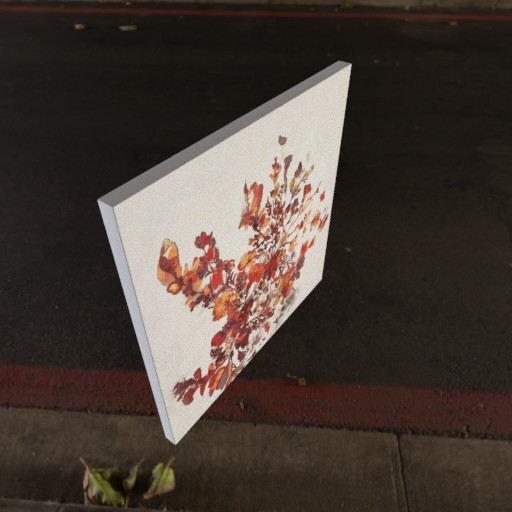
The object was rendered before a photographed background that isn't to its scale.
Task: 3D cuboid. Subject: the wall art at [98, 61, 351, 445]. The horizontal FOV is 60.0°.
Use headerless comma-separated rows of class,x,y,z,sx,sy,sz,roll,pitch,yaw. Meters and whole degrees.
wall art,0.000,0.000,1.513,0.049,1.009,1.009,26,48,26
